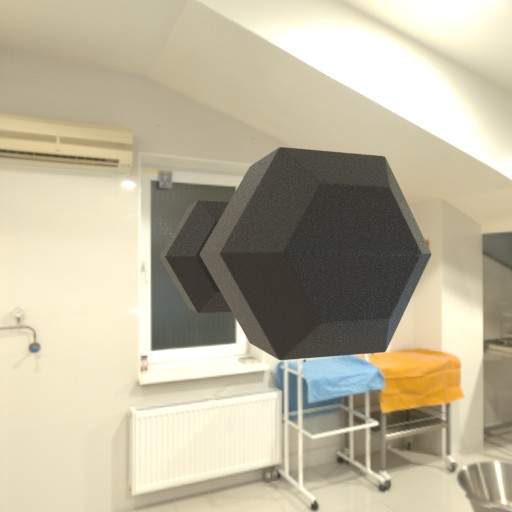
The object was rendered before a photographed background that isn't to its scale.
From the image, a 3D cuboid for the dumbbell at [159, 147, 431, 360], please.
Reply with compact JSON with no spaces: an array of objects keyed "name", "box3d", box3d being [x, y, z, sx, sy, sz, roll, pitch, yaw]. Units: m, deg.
[{"name":"dumbbell","box3d":[0.000,0.000,0.371,0.129,0.113,0.315,0,-1,-19]}]
